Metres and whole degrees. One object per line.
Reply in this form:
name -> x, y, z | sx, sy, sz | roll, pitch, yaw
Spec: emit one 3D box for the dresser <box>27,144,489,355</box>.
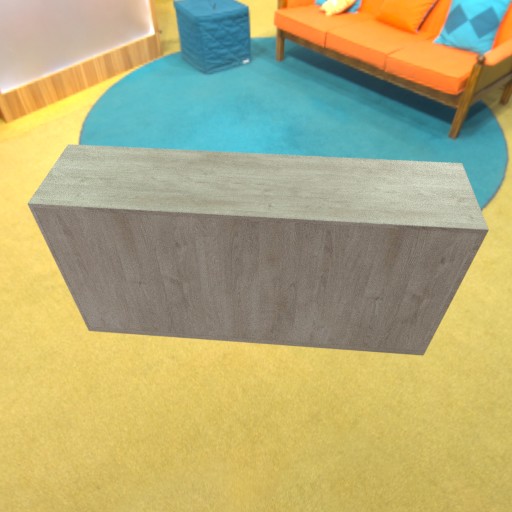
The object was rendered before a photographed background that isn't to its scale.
dresser -> 0.000, 0.000, 1.936 | 1.590, 0.795, 0.390 | 3, 47, 3
